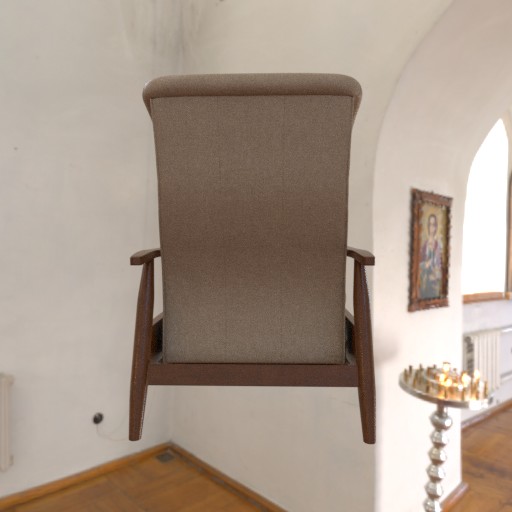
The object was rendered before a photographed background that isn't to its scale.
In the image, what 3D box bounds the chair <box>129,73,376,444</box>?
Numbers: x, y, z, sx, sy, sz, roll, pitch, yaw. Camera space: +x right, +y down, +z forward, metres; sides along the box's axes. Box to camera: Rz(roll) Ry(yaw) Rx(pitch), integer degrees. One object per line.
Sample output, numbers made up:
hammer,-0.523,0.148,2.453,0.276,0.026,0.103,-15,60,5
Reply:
chair,0.000,0.000,1.775,0.762,1.082,1.030,0,1,2
